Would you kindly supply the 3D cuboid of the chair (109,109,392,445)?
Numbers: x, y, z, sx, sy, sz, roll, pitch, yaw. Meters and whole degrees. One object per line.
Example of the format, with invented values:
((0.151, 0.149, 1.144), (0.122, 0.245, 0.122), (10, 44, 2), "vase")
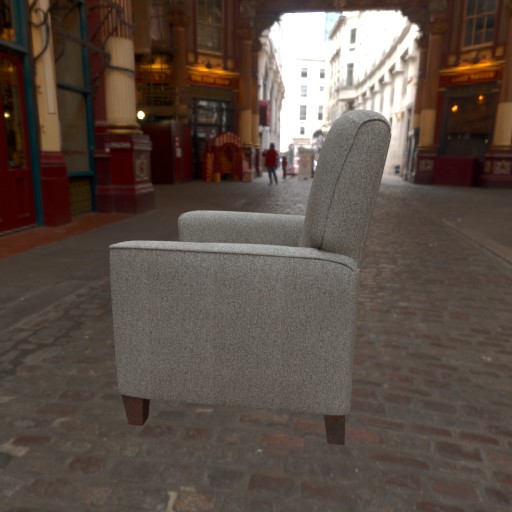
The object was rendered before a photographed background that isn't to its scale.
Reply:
((0.000, 0.000, 1.687), (0.858, 1.028, 0.841), (2, 13, 8), "chair")
